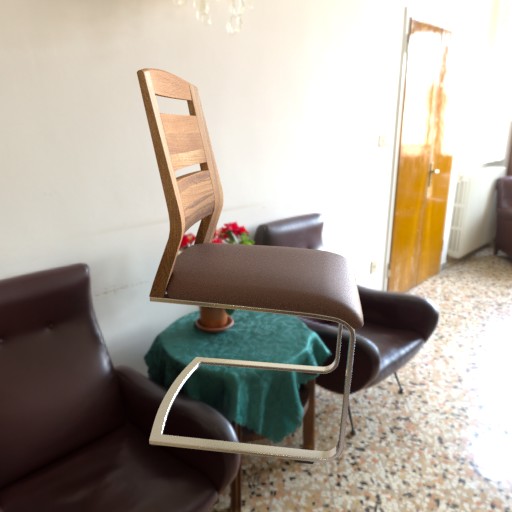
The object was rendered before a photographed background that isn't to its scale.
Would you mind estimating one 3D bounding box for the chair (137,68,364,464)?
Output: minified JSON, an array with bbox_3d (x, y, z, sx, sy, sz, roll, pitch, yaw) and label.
[{"bbox_3d":[0.000,0.000,1.240,0.570,0.970,0.460,2,17,8],"label":"chair"}]
